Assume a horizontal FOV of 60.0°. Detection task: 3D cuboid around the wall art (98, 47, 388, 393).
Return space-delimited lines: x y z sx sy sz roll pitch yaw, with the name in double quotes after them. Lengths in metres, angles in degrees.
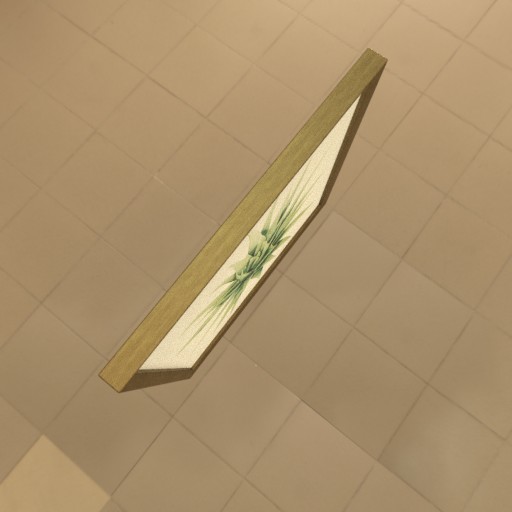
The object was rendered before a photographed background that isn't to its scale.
0.000 0.000 0.752 0.030 0.506 0.503 37 79 8 "wall art"
